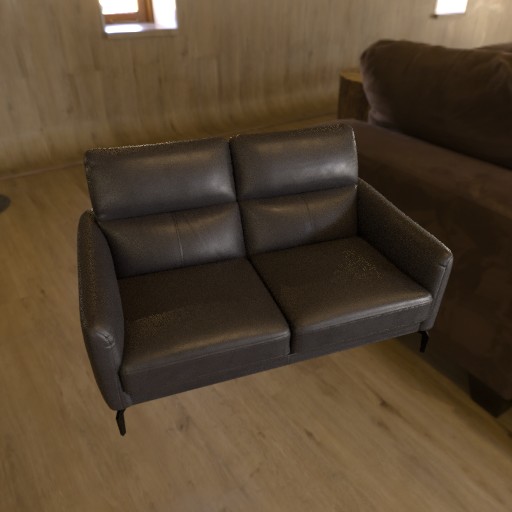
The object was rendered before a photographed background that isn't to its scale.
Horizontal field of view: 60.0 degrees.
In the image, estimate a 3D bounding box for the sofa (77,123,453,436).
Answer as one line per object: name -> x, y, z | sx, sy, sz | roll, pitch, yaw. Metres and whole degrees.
sofa -> 0.000, 0.000, 2.121 | 1.596, 0.920, 0.958 | -10, 33, -16
